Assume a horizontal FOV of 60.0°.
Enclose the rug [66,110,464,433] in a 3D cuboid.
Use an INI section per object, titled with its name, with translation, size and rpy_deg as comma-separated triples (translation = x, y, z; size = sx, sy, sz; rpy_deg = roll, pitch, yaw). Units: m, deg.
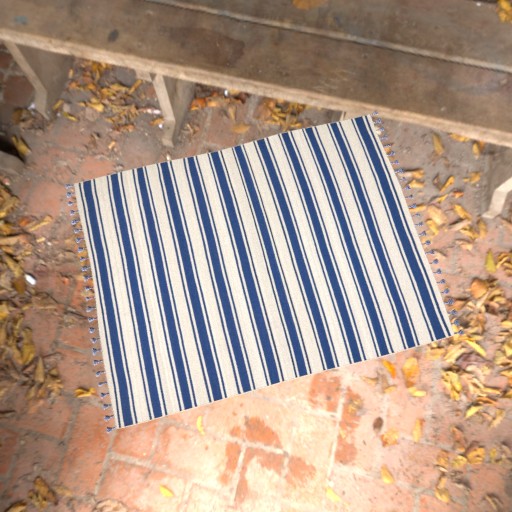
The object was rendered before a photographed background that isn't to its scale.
[rug]
translation = 0.000, 0.000, 4.343
size = 3.416, 0.016, 2.471
rpy_deg = -14, 75, -4
